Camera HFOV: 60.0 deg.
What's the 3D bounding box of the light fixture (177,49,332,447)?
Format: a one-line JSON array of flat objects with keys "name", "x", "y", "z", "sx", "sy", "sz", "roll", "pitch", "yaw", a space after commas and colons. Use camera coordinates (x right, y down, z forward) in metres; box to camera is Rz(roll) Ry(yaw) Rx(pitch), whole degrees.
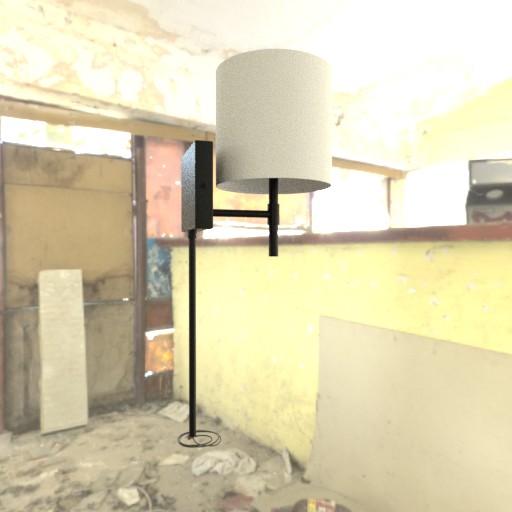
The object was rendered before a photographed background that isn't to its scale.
[{"name": "light fixture", "x": 0.000, "y": 0.000, "z": 0.716, "sx": 0.248, "sy": 0.589, "sz": 0.188, "roll": 0, "pitch": 1, "yaw": -18}]
